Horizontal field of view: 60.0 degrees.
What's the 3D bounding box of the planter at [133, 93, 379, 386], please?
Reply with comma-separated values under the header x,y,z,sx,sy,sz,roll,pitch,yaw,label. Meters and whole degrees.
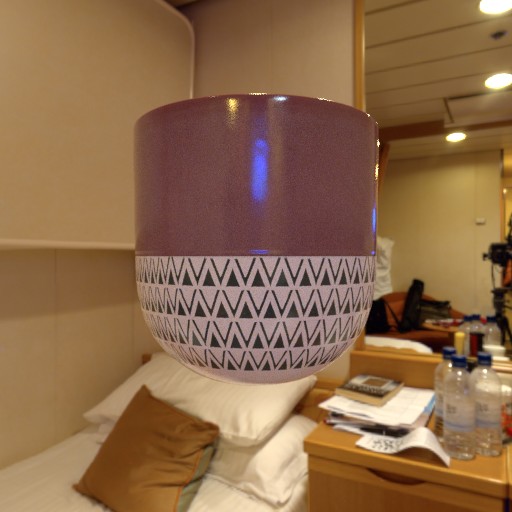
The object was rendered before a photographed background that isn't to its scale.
x,y,z,sx,sy,sz,roll,pitch,yaw,label
0.000,0.000,0.499,0.266,0.270,0.266,0,0,0,planter
